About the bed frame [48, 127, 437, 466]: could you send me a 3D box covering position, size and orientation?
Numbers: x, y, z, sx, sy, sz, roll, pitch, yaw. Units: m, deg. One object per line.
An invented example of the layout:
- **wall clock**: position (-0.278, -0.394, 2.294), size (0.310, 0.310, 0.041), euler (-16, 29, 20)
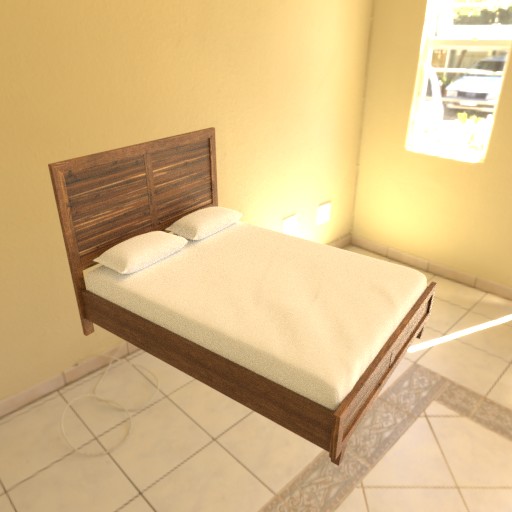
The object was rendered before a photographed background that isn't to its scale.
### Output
- **bed frame**: position (0.000, 0.000, 3.349), size (2.276, 1.417, 1.696), euler (18, 31, 32)
